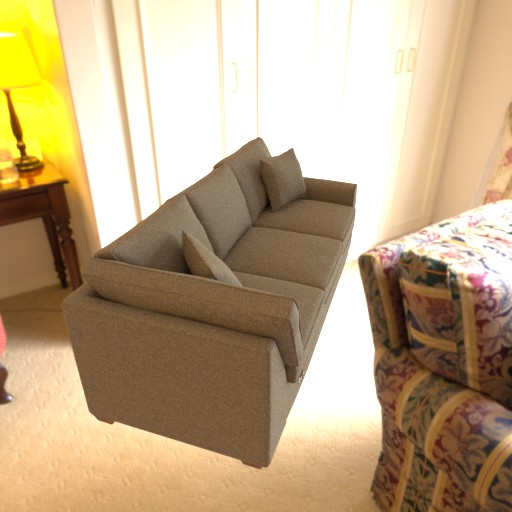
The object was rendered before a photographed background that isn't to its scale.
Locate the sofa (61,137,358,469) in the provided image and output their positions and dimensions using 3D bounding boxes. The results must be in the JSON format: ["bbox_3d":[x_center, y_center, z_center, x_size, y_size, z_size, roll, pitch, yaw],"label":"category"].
[{"bbox_3d":[0.000,0.000,2.887,1.061,0.962,2.317,10,31,17],"label":"sofa"}]
